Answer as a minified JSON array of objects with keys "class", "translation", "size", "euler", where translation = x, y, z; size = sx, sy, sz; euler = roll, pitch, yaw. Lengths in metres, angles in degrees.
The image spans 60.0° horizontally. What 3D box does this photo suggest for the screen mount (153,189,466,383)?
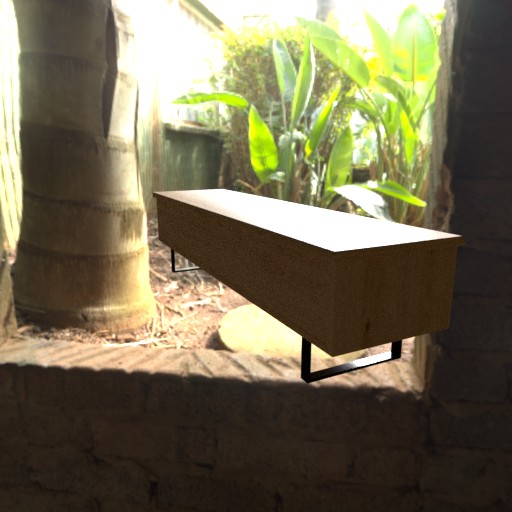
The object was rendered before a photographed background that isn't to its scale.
[{"class":"screen mount","translation":[0.000,0.000,1.911],"size":[0.450,0.430,1.700],"euler":[-7,15,-26]}]
